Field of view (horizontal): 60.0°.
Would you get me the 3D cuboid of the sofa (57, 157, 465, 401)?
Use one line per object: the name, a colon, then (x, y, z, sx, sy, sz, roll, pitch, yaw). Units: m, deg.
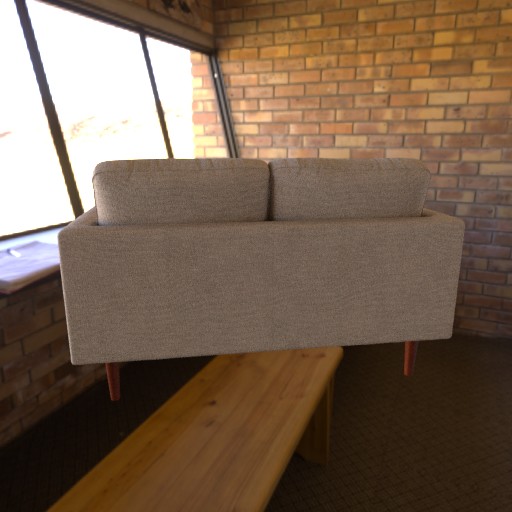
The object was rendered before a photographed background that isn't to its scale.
sofa: (0.000, 0.000, 2.122, 1.582, 0.944, 0.903, -2, 15, -8)
